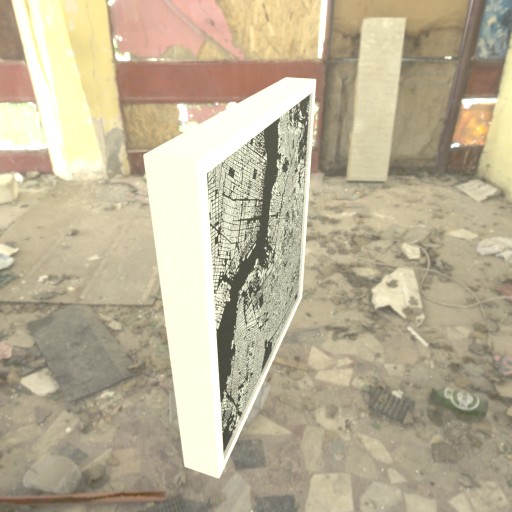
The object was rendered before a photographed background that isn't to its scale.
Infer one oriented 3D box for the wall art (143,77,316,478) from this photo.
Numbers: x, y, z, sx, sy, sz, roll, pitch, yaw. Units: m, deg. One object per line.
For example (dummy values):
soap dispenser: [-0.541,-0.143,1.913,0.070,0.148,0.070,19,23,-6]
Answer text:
wall art: [0.000,0.000,0.464,0.037,0.305,0.305,10,32,17]
